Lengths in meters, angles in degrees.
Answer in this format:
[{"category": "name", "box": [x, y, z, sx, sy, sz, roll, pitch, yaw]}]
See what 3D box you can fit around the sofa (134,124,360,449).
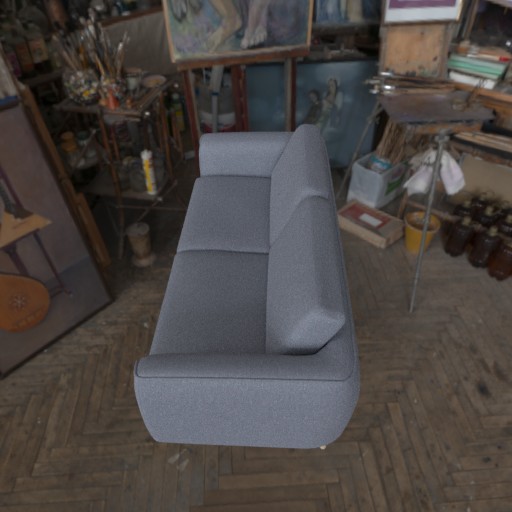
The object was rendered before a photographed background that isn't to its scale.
[{"category": "sofa", "box": [0.000, 0.000, 2.527, 0.920, 0.870, 2.000, 2, 42, 2]}]
